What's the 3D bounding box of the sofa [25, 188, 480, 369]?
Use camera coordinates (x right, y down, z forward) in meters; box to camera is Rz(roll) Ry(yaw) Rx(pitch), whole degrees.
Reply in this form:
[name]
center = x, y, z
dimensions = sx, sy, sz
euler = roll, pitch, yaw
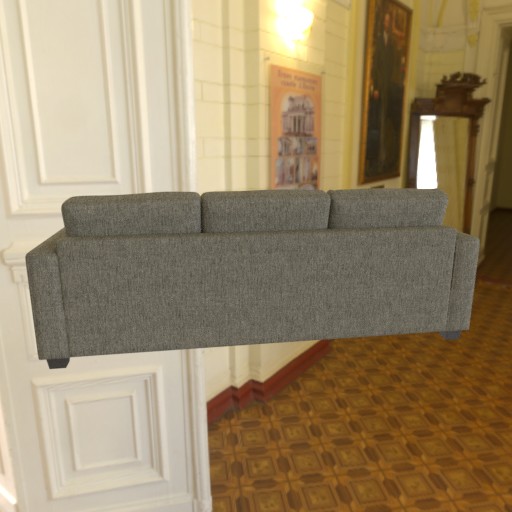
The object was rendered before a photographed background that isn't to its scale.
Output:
[sofa]
center = 0.000, 0.000, 2.514
dimensions = 2.160, 0.800, 0.900
euler = -2, 14, -9
